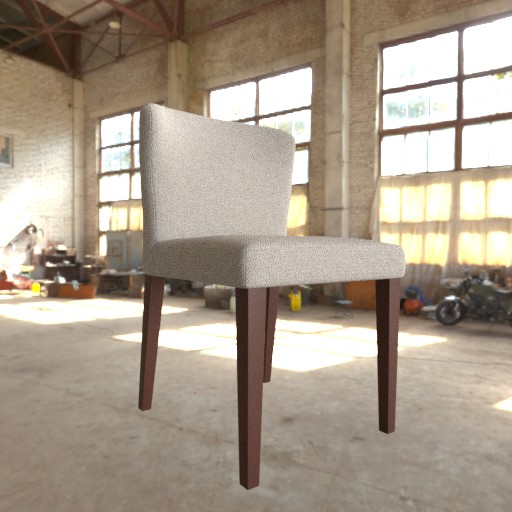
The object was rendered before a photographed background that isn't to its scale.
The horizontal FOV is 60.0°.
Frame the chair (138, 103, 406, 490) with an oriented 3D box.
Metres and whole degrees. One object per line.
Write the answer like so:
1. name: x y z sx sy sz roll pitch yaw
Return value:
1. chair: 0.000 0.000 1.140 0.491 0.839 0.589 -1 2 -36
